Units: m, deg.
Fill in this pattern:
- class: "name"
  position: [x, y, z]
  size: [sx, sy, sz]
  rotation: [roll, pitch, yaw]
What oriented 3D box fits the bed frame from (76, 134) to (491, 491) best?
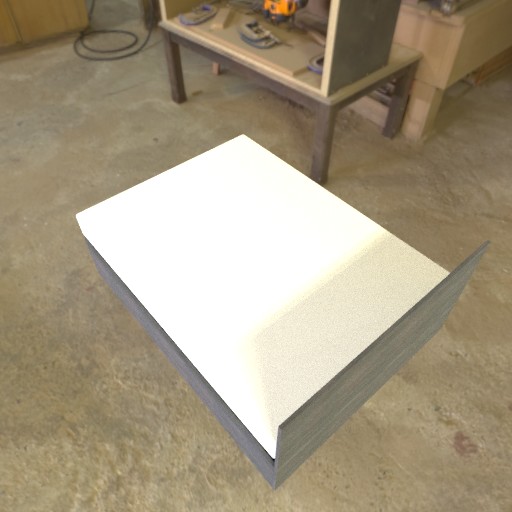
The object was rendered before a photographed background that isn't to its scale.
- class: "bed frame"
  position: [0.000, 0.000, 2.642]
  size: [1.400, 0.800, 1.900]
  rotation: [-33, 56, -26]
